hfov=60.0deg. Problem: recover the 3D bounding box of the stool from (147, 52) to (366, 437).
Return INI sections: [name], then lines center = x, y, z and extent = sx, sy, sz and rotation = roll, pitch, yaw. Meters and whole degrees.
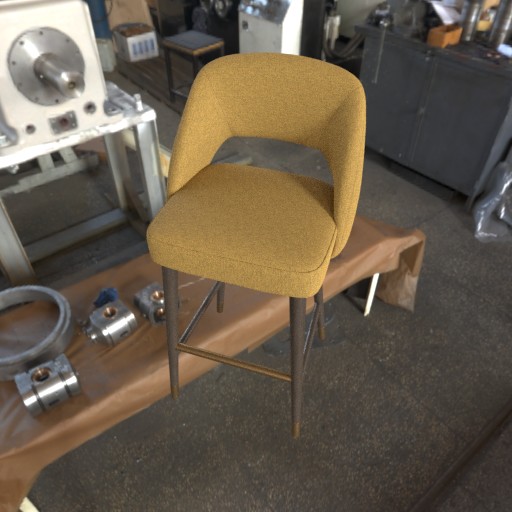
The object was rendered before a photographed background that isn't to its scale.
[stool]
center = 0.000, 0.000, 1.348
extent = 0.536, 1.032, 0.522
rotation = 12, 43, 14
